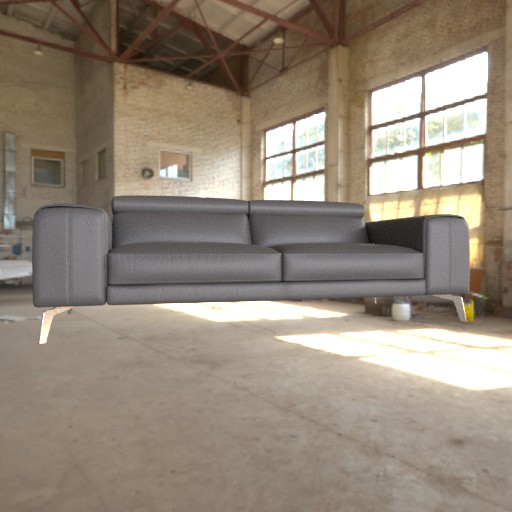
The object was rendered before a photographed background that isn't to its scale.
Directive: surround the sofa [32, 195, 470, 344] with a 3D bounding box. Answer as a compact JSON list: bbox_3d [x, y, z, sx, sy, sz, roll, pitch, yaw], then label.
[{"bbox_3d":[0.000,0.000,2.724,2.321,0.759,1.023,0,1,-16],"label":"sofa"}]
